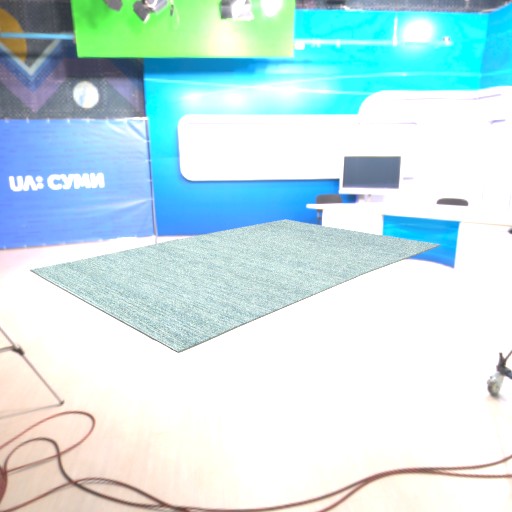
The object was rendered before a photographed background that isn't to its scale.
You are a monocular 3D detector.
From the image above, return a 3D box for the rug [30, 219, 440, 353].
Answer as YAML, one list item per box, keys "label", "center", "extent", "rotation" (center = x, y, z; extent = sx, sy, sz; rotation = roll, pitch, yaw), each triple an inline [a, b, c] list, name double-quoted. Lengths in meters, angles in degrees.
- label: "rug"
  center: [0.000, 0.000, 2.322]
  extent: [1.174, 0.022, 1.853]
  rotation: [14, 21, 43]
